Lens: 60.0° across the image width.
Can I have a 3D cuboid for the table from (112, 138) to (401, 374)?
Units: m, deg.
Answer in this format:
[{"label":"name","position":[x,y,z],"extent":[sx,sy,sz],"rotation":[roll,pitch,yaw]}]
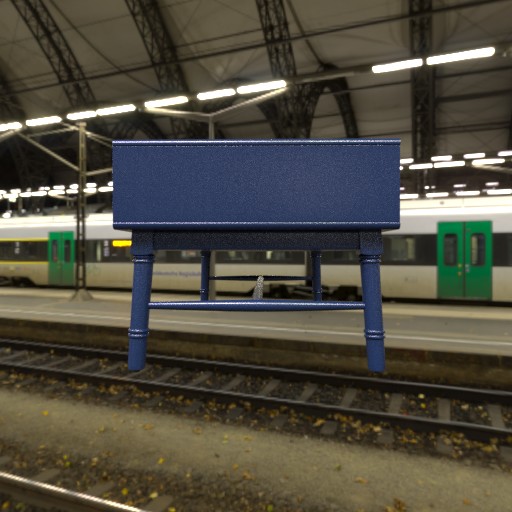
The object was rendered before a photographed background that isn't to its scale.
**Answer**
[{"label":"table","position":[0.000,0.000,1.380],"extent":[0.572,0.457,1.067],"rotation":[0,0,1]}]
